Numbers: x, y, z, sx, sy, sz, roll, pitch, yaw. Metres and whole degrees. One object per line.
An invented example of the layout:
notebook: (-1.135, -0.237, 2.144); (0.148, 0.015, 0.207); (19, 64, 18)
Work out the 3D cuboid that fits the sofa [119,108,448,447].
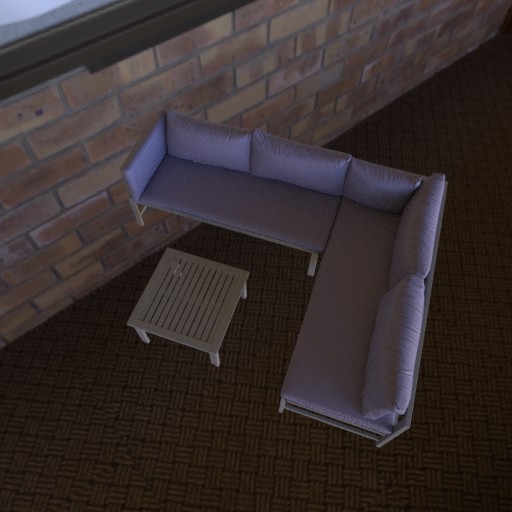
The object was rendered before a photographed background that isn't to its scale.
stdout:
sofa: (0.000, 0.000, 2.955); (2.149, 0.762, 1.658); (16, 60, 10)
